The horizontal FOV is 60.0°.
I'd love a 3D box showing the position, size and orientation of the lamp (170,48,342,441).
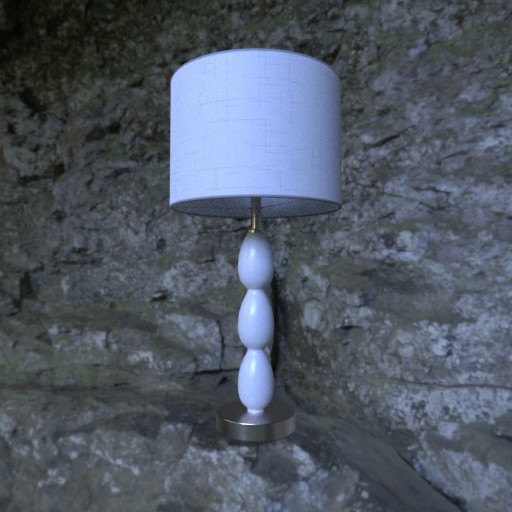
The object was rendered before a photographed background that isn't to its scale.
[{"bbox_3d":[0.000,0.000,0.735,0.282,0.559,0.280,1,-1,-35],"label":"lamp"}]
